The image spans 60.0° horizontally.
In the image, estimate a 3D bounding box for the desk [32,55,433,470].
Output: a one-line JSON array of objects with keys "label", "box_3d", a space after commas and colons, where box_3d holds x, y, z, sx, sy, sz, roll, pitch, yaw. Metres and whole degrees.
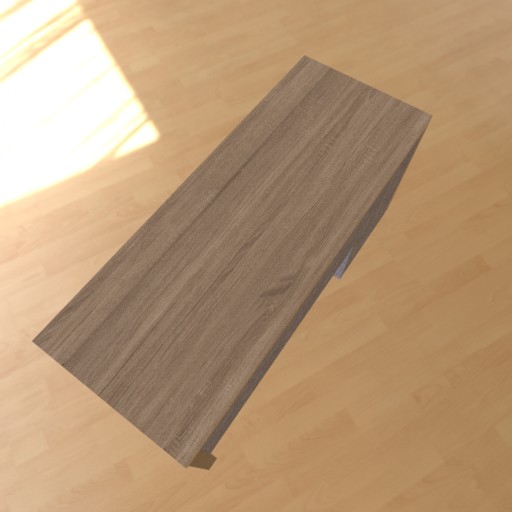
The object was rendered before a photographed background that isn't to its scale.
[{"label": "desk", "box_3d": [0.000, 0.000, 2.051, 0.690, 0.760, 1.700, 32, 68, 15]}]
